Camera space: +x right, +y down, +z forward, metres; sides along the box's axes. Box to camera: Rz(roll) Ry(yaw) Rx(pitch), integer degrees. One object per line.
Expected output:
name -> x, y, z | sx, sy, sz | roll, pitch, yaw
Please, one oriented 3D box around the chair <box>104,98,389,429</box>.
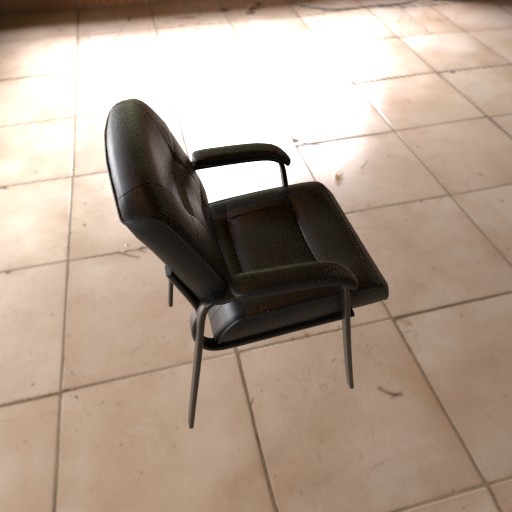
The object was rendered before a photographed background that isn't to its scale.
chair -> 0.000, 0.000, 1.314 | 0.668, 0.910, 0.591 | -11, 48, -10
